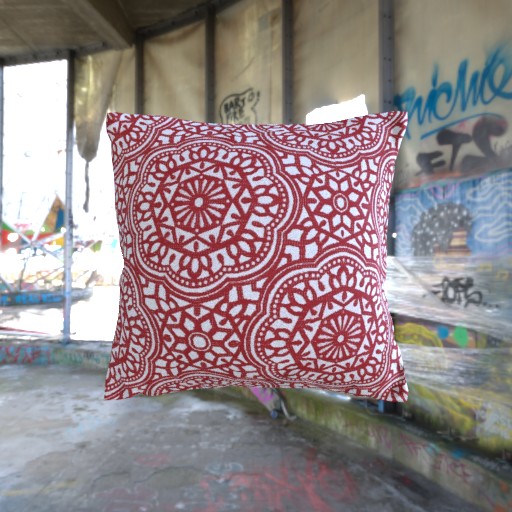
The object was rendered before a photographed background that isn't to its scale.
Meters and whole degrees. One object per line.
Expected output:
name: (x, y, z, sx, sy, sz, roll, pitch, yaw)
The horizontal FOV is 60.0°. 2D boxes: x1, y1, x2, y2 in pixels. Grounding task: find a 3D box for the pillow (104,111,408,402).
pillow: (0.000, 0.000, 0.640, 0.438, 0.419, 0.162, 0, -1, 0)
